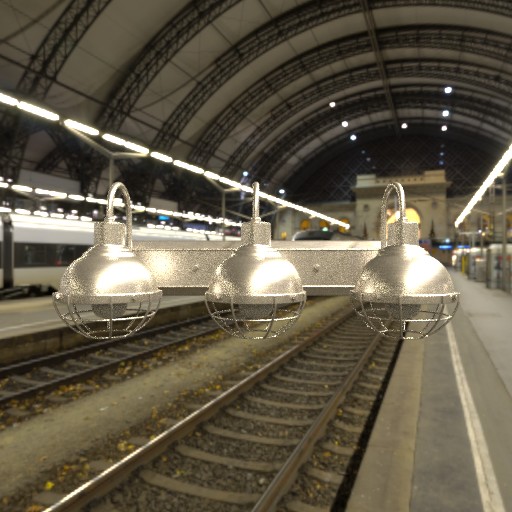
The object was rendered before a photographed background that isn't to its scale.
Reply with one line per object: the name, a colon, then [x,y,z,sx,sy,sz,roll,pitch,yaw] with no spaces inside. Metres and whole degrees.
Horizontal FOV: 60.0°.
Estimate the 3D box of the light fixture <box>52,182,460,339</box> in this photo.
light fixture: [0.000,0.000,0.746,0.634,0.254,0.229,0,0,0]
